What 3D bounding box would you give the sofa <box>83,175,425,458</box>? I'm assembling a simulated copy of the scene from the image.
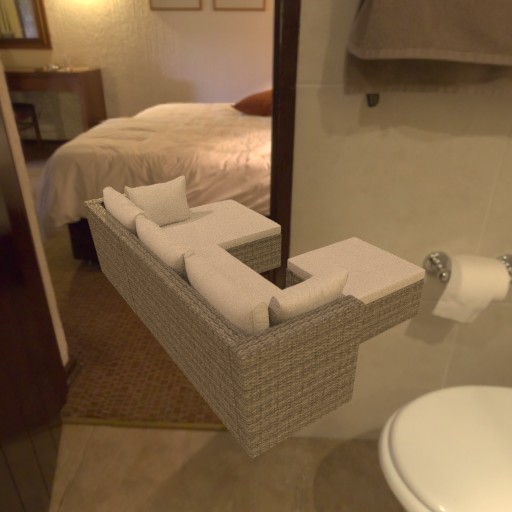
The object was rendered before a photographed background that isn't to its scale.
[{"bbox_3d":[0.000,0.000,3.068,1.662,0.766,2.192,-17,32,-31],"label":"sofa"}]
